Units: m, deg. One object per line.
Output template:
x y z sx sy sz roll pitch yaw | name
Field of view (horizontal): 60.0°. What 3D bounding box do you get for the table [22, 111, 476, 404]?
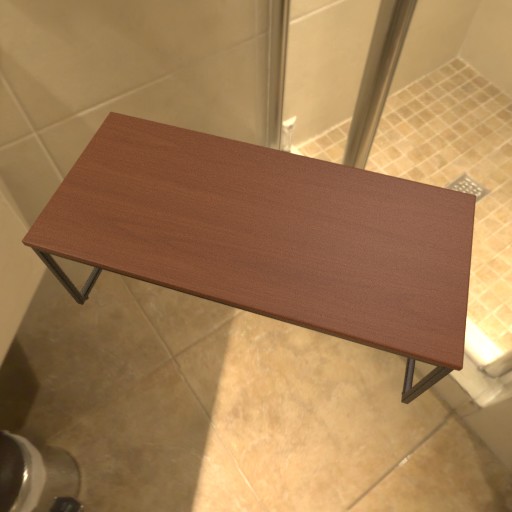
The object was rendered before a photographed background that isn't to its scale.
0.000 0.000 1.340 1.100 0.400 0.500 15 61 9 | table
